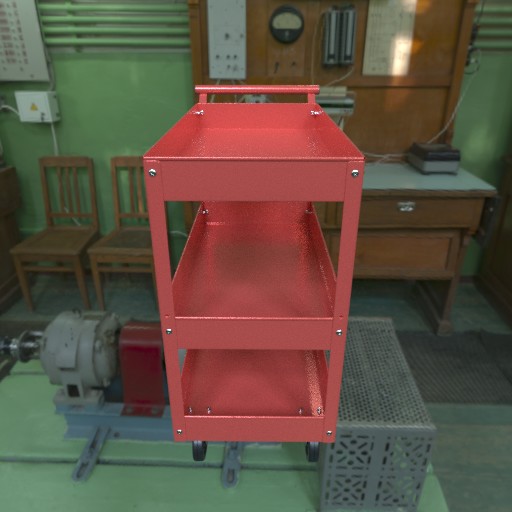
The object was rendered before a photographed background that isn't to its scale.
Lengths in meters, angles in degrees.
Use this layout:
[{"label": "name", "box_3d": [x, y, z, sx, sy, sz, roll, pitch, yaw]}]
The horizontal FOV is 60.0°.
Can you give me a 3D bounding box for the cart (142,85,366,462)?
[{"label": "cart", "box_3d": [0.000, 0.000, 1.161, 0.366, 0.780, 0.719, 0, 26, 1]}]
